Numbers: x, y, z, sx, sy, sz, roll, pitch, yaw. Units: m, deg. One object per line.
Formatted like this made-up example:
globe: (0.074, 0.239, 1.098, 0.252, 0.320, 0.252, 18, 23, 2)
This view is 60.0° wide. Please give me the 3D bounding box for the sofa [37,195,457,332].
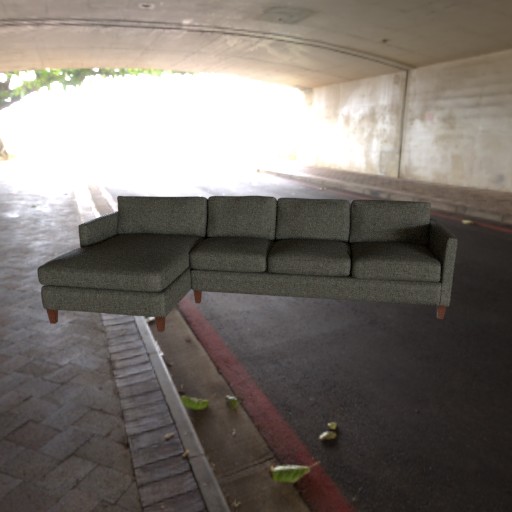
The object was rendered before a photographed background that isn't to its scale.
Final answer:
sofa: (0.000, 0.000, 4.142, 3.485, 0.960, 1.635, 3, 16, 9)
